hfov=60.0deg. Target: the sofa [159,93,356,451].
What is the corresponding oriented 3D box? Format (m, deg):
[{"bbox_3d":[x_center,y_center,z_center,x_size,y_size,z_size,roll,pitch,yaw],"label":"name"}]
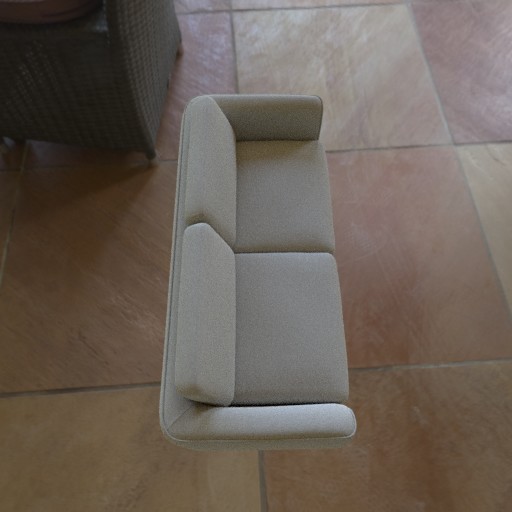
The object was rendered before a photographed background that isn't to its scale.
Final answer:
[{"bbox_3d":[0.000,0.000,2.489,0.920,0.850,2.000,-1,65,0],"label":"sofa"}]
